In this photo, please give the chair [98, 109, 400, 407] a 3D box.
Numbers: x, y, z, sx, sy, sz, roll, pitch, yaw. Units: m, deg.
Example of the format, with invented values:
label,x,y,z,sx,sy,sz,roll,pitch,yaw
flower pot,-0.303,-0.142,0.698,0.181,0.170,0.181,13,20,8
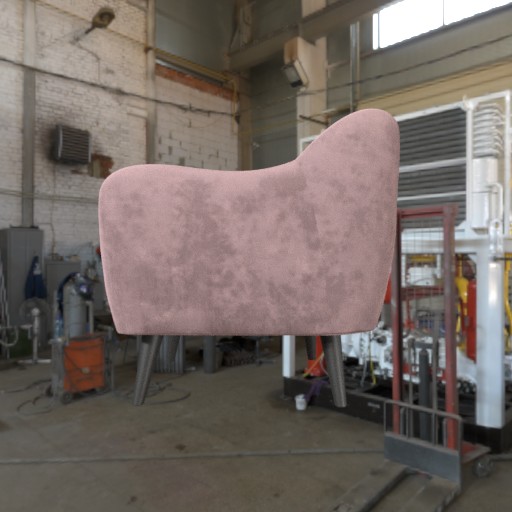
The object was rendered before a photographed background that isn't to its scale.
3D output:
label,x,y,z,sx,sy,sz,roll,pitch,yaw
chair,0.000,0.000,1.483,0.820,0.820,0.840,0,0,-1
